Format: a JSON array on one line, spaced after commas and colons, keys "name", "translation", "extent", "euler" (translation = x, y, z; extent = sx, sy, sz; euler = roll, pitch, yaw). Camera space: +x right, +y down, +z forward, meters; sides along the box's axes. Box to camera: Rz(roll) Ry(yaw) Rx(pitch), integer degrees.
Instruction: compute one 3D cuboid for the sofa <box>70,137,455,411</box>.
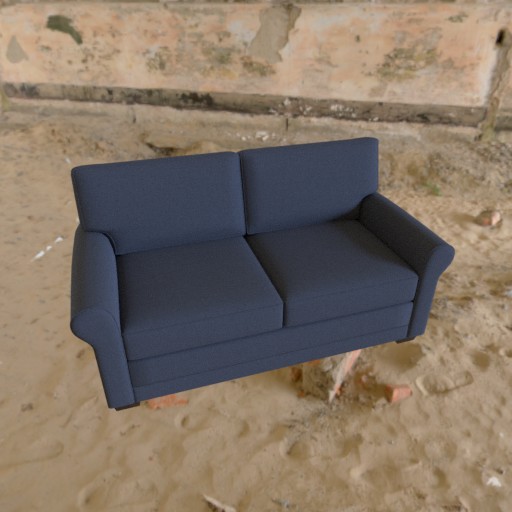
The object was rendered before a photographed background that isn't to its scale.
[{"name": "sofa", "translation": [0.000, 0.000, 2.509], "extent": [1.930, 1.020, 0.940], "euler": [-9, 32, -15]}]
